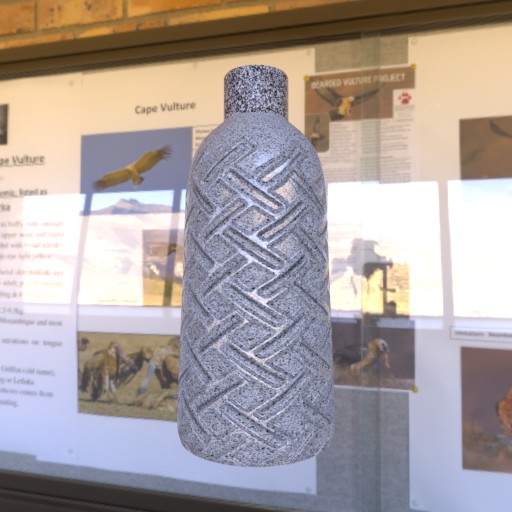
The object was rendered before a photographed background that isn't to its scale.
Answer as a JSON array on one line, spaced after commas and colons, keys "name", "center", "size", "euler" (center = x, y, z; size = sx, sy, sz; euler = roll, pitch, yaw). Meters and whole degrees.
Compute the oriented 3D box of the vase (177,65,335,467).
[{"name": "vase", "center": [0.000, 0.000, 0.350], "size": [0.122, 0.282, 0.122], "euler": [0, -1, 0]}]
